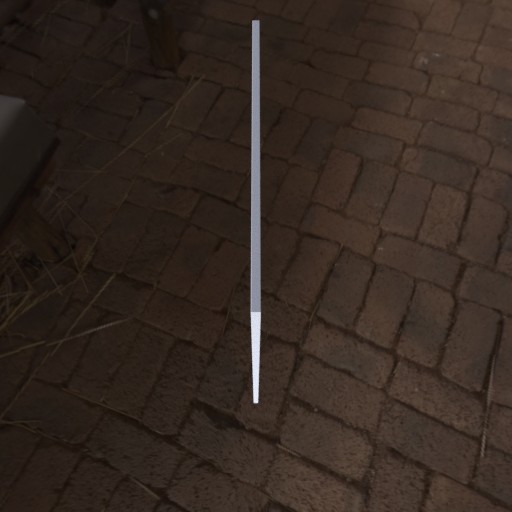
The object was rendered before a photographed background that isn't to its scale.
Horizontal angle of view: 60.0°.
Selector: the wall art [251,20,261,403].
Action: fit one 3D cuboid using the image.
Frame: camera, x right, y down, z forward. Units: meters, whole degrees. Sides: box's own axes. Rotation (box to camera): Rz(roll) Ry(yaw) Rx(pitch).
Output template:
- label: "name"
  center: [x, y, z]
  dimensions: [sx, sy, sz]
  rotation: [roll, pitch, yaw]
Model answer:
- label: "wall art"
  center: [0.000, 0.000, 1.246]
  dimensions: [0.015, 0.965, 0.660]
  rotation: [0, 64, 0]
